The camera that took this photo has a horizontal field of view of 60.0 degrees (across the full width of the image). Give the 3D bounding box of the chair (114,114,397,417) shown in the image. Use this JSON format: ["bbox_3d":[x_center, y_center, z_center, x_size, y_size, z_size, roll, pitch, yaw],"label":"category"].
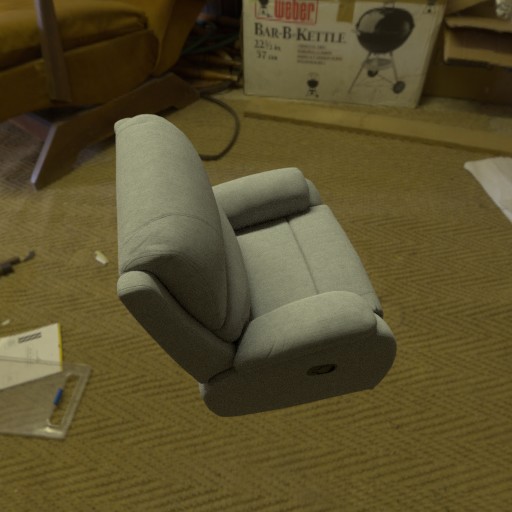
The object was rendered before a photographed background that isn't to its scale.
[{"bbox_3d":[0.000,0.000,1.731,0.899,1.011,0.930,-9,47,-9],"label":"chair"}]
